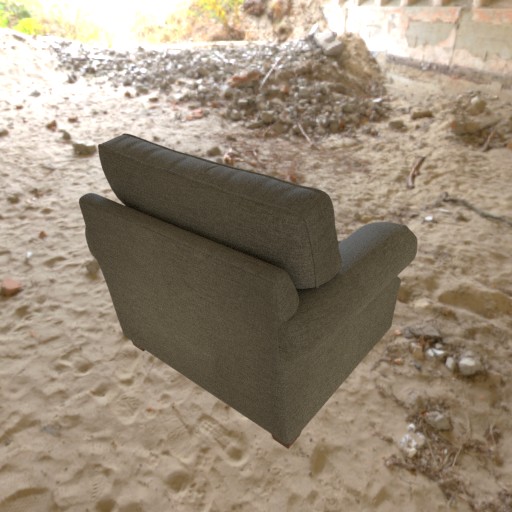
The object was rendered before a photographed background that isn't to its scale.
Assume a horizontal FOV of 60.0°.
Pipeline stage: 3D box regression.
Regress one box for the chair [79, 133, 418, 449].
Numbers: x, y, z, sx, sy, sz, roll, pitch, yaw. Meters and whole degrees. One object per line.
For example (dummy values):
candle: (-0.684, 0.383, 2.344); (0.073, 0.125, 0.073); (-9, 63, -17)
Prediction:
chair: (0.000, 0.000, 1.844); (1.092, 0.961, 0.965); (22, 36, 33)
